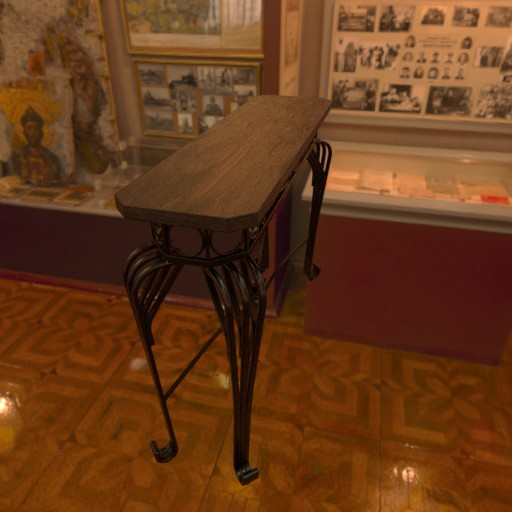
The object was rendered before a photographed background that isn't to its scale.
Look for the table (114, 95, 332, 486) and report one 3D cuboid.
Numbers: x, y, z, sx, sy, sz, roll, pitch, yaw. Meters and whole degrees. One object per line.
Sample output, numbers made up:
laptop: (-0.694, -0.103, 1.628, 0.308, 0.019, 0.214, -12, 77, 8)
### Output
table: (0.000, 0.000, 1.447, 0.329, 0.800, 1.112, 8, 32, 14)
